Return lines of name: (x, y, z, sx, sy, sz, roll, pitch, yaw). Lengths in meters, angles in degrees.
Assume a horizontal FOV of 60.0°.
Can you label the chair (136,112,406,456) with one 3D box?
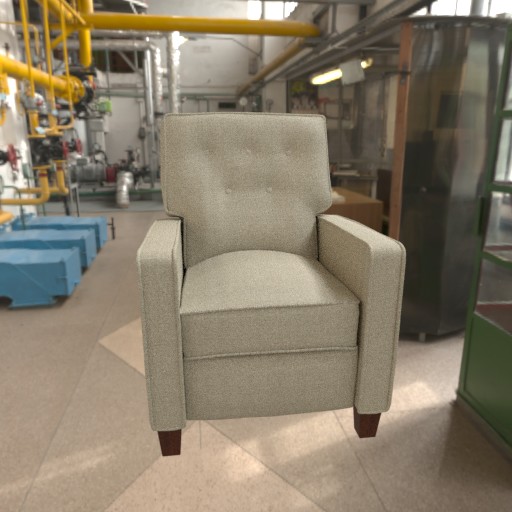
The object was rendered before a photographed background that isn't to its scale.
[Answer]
chair: (0.000, 0.000, 1.403, 0.648, 0.888, 0.754, -2, 16, -7)
